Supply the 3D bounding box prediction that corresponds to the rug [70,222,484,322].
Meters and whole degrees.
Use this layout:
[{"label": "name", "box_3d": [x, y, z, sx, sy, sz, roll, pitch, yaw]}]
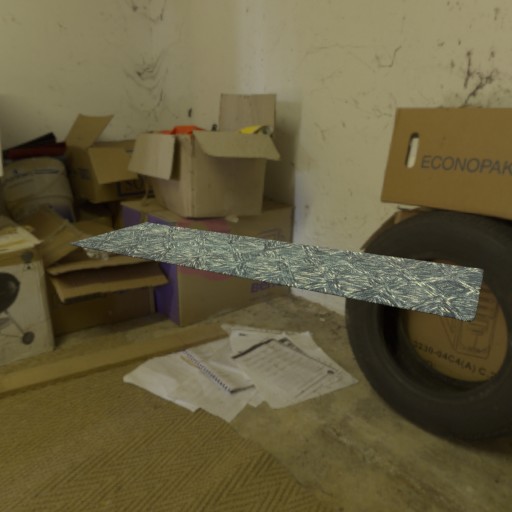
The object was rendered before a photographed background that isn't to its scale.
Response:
[{"label": "rug", "box_3d": [0.000, 0.000, 2.527, 2.306, 0.013, 0.719, 9, 19, 28]}]
